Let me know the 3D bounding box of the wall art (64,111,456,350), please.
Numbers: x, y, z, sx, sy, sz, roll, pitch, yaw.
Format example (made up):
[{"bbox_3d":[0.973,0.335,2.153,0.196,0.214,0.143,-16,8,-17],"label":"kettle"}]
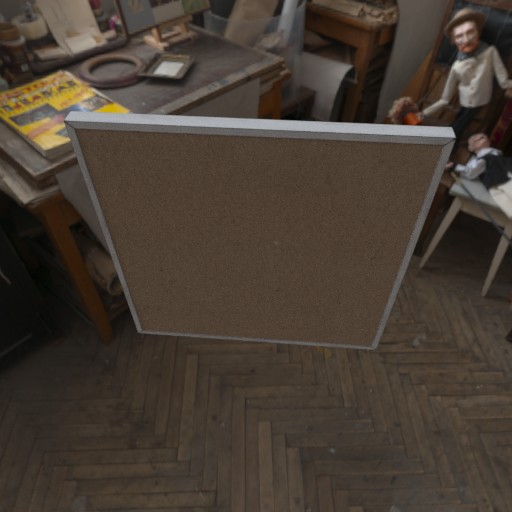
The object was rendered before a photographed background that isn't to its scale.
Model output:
[{"bbox_3d":[0.000,0.000,1.149,0.762,0.762,0.038,3,47,3],"label":"wall art"}]
